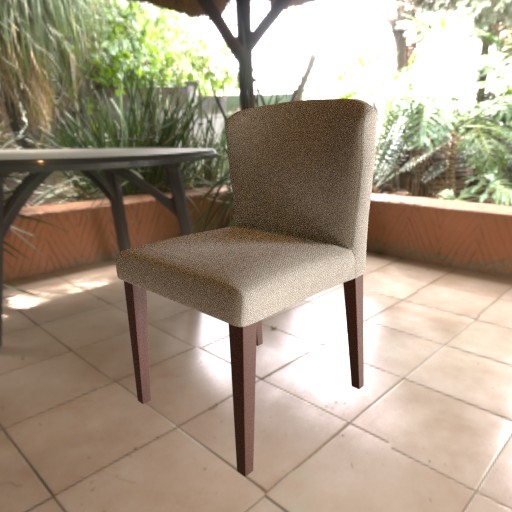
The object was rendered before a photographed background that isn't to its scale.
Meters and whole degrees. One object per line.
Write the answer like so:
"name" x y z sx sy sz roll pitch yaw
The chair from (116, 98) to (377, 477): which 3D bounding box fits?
"chair" 0.000 0.000 1.211 0.491 0.839 0.589 14 21 41
